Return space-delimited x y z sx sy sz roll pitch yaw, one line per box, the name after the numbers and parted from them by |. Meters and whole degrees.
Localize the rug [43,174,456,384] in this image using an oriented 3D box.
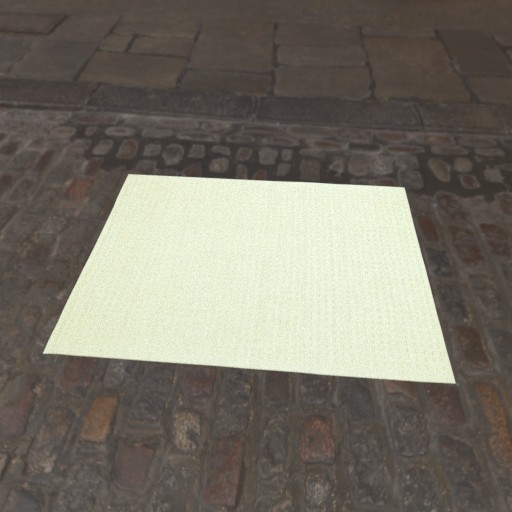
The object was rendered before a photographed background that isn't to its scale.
0.000 0.000 4.269 3.204 0.016 2.452 3 46 3 | rug
